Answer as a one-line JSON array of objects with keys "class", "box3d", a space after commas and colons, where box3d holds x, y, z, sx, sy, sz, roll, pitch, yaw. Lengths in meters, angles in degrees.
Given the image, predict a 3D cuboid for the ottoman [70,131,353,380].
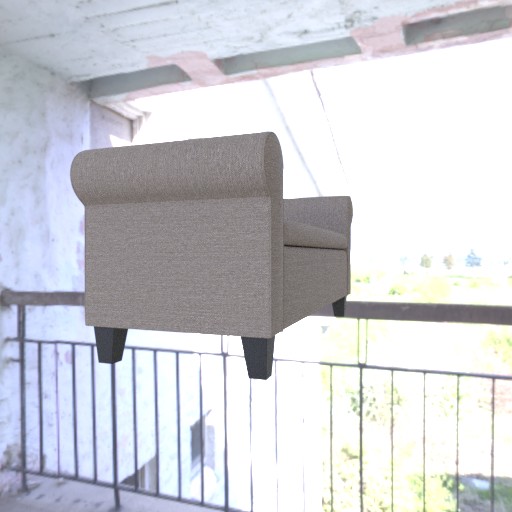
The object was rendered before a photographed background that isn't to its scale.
[{"class": "ottoman", "box3d": [0.000, 0.000, 1.579, 0.521, 0.547, 1.256, 0, 0, 20]}]
